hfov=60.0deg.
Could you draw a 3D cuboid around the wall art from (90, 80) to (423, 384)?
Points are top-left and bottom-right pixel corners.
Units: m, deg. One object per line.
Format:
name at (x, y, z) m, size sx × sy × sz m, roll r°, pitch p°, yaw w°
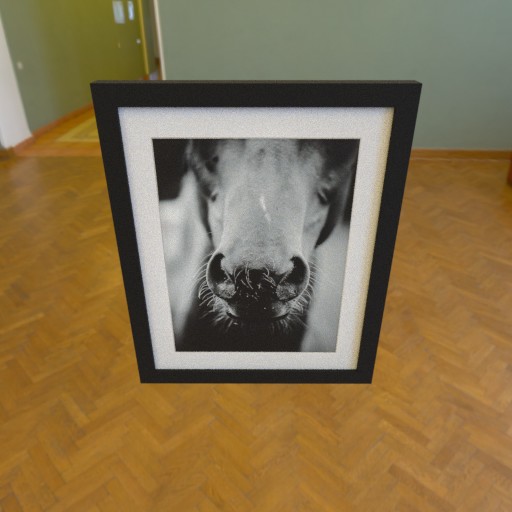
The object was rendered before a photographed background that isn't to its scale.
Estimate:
wall art at (0.000, 0.000, 0.757) m, size 0.457 × 0.559 × 0.033 m, roll 0°, pitch 29°, yaw 0°
